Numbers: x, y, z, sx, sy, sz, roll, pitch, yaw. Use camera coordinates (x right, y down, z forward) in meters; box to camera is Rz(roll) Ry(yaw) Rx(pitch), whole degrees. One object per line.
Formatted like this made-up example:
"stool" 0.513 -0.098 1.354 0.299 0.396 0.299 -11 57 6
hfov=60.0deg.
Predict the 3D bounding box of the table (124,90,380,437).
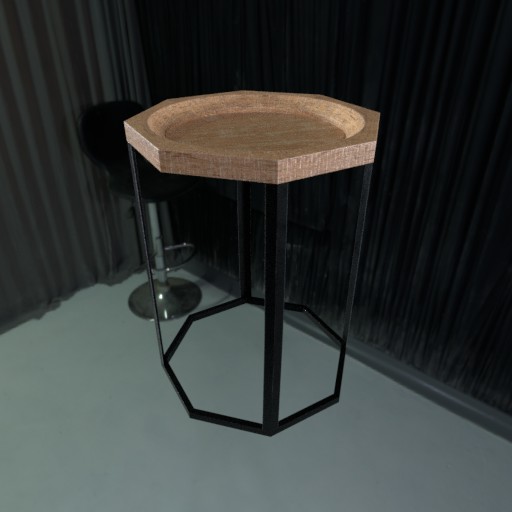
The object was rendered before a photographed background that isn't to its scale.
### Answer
"table" 0.000 0.000 0.895 0.437 0.553 0.437 22 38 31
